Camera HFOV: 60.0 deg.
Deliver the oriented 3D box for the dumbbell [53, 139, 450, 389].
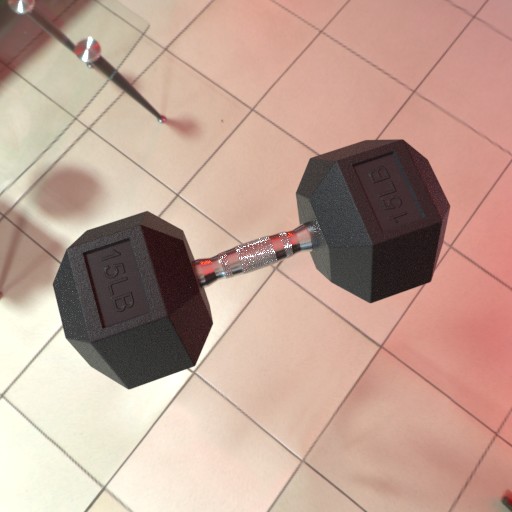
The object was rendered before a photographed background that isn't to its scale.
[{"bbox_3d":[0.000,0.000,0.330,0.271,0.106,0.122,-19,76,-5],"label":"dumbbell"}]
